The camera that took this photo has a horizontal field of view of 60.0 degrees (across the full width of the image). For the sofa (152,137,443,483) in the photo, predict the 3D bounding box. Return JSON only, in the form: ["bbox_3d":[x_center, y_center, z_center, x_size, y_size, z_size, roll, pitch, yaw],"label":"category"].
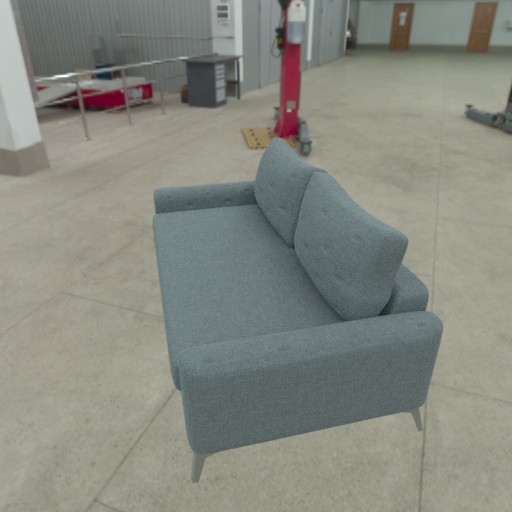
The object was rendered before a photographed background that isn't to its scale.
[{"bbox_3d":[0.000,0.000,2.109,0.920,0.790,1.650,-7,29,-13],"label":"sofa"}]
